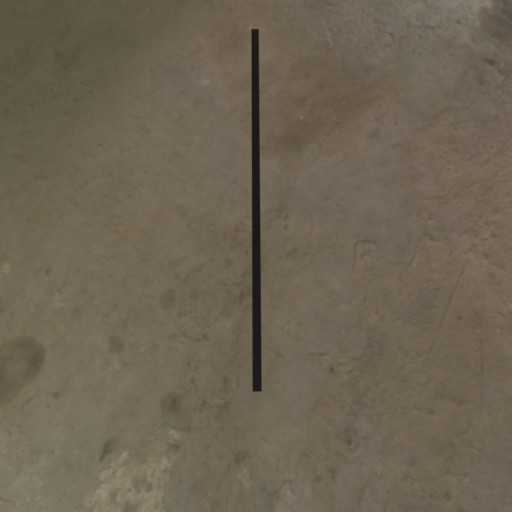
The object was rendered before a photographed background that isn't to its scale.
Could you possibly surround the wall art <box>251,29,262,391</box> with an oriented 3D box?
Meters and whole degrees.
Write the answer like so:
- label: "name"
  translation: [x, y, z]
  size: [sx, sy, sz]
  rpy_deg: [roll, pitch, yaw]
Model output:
- label: "wall art"
  translation: [0.000, 0.000, 0.695]
  size: [0.008, 0.530, 0.379]
  rpy_deg: [0, 76, 0]
